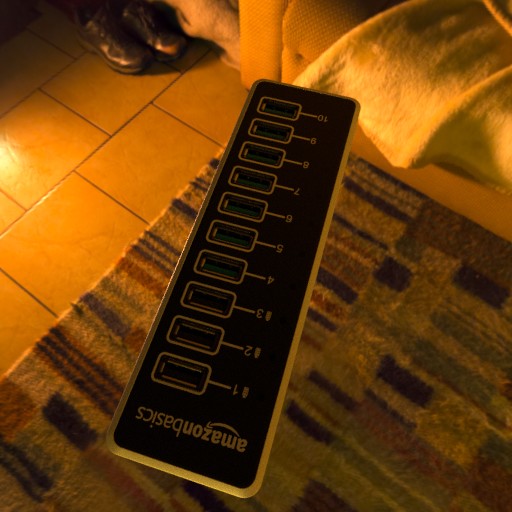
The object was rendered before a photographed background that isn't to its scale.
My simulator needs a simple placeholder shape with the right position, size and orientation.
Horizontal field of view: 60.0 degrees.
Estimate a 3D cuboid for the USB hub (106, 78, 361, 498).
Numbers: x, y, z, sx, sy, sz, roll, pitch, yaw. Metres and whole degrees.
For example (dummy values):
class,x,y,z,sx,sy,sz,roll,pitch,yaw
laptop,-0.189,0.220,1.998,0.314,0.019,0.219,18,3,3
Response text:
class,x,y,z,sx,sy,sz,roll,pitch,yaw
USB hub,0.000,0.000,0.156,0.044,0.023,0.145,15,65,7
